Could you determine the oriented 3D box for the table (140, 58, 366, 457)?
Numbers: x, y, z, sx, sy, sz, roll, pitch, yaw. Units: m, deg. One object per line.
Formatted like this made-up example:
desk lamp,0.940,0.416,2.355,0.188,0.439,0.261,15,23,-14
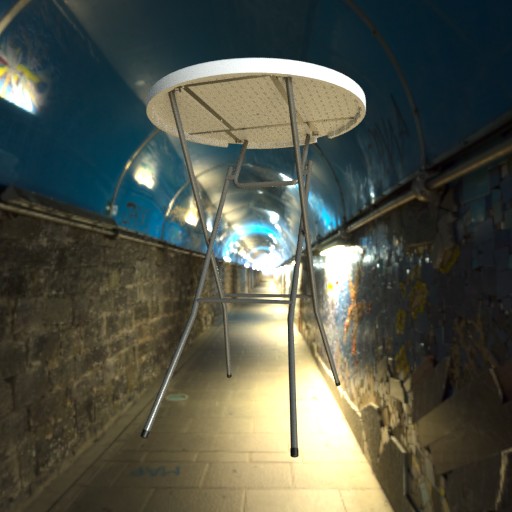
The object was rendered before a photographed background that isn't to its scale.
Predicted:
table,0.000,0.000,1.635,0.792,1.105,0.795,-1,-2,17
